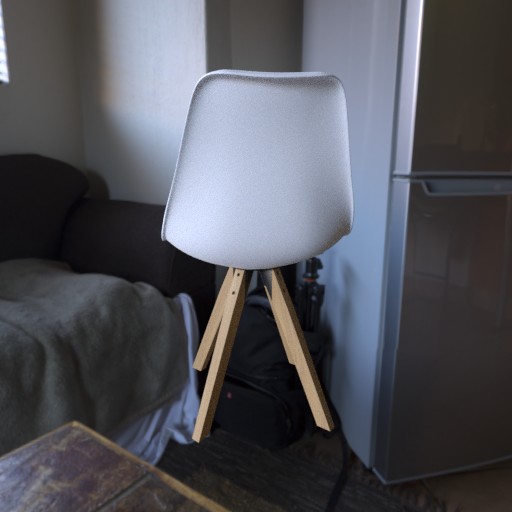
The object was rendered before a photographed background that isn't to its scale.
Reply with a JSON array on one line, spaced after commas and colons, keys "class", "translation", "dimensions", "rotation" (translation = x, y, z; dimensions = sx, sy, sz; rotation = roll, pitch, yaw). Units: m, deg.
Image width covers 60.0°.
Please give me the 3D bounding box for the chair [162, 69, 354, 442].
[{"class": "chair", "translation": [0.000, 0.000, 1.191], "dimensions": [0.485, 0.849, 0.550], "rotation": [-2, 14, -8]}]
